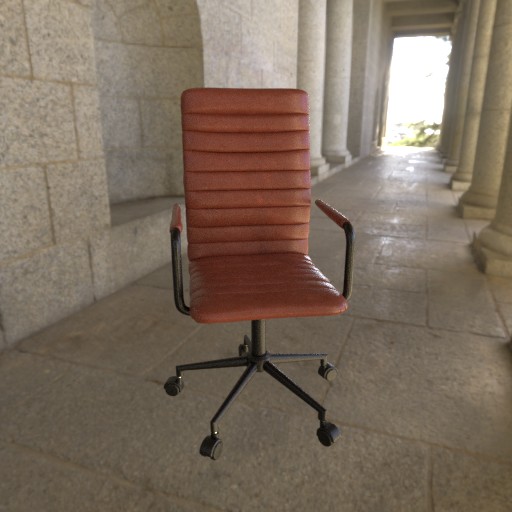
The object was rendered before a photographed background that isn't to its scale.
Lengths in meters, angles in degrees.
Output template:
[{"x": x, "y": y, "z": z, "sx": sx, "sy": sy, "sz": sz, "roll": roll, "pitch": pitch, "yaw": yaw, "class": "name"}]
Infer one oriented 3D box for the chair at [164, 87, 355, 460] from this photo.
[{"x": 0.000, "y": 0.000, "z": 1.341, "sx": 0.608, "sy": 0.979, "sz": 0.580, "roll": -3, "pitch": 17, "yaw": -8, "class": "chair"}]
